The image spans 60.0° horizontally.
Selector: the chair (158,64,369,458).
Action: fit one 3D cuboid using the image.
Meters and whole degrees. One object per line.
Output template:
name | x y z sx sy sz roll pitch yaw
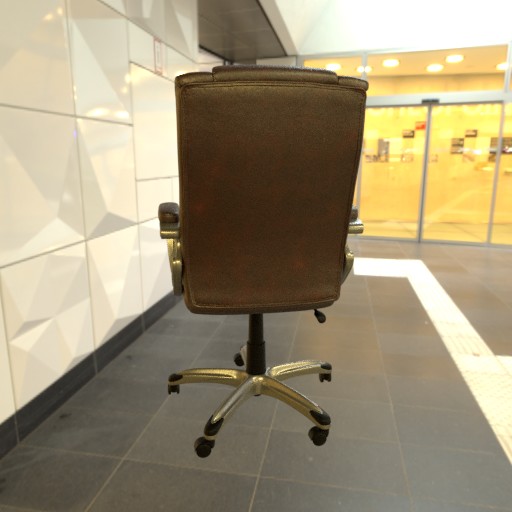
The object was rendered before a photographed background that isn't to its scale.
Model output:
chair | 0.000 0.000 1.539 0.656 1.128 0.692 -2 13 -9
